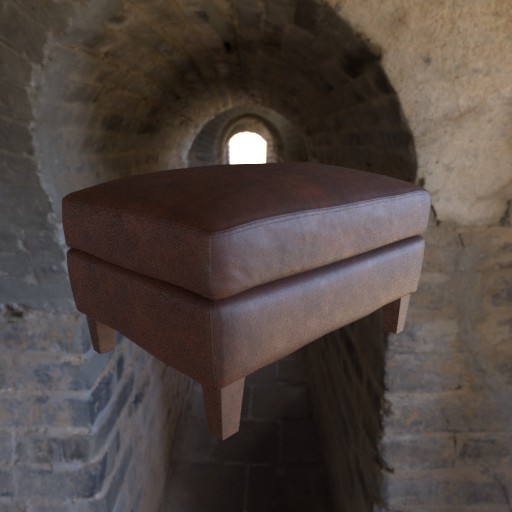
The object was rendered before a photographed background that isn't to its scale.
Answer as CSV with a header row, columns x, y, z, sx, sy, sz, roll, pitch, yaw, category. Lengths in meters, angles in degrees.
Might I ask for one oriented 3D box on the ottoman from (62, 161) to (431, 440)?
x,y,z,sx,sy,sz,roll,pitch,yaw,category
0.000,0.000,1.277,0.659,0.527,0.887,14,20,43,ottoman
